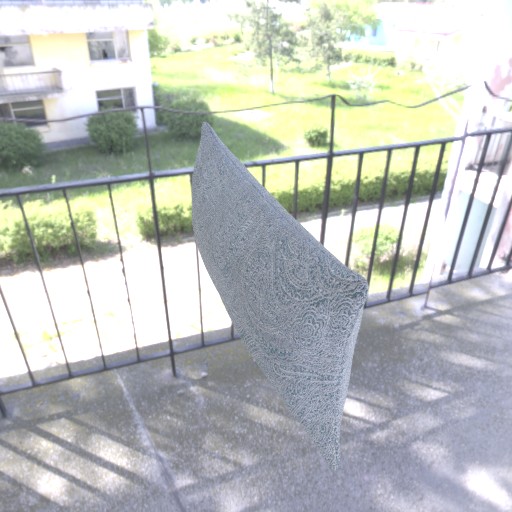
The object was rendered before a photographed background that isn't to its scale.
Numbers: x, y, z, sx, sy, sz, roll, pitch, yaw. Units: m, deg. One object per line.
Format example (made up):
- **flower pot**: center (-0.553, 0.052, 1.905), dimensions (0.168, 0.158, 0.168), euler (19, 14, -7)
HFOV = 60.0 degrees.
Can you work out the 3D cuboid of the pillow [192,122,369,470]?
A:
- **pillow**: center (0.000, 0.000, 0.740), dimensions (0.151, 0.295, 0.615), euler (-11, 33, -17)
